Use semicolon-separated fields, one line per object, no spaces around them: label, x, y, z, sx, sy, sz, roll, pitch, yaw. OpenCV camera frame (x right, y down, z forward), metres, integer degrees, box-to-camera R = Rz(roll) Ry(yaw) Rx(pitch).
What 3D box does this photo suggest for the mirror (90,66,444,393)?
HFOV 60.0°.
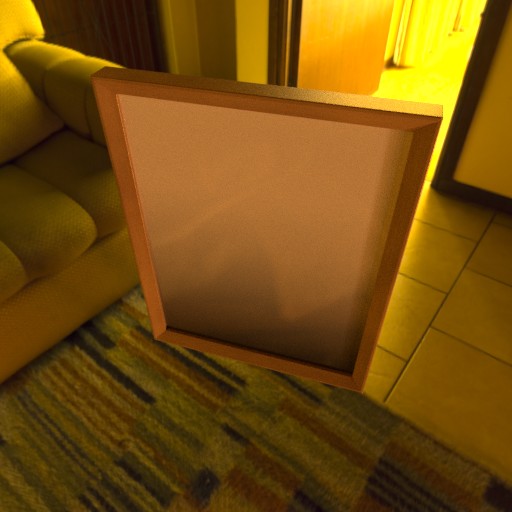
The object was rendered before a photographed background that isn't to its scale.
mirror;0.000;0.000;0.671;0.406;0.509;0.041;11;43;13
